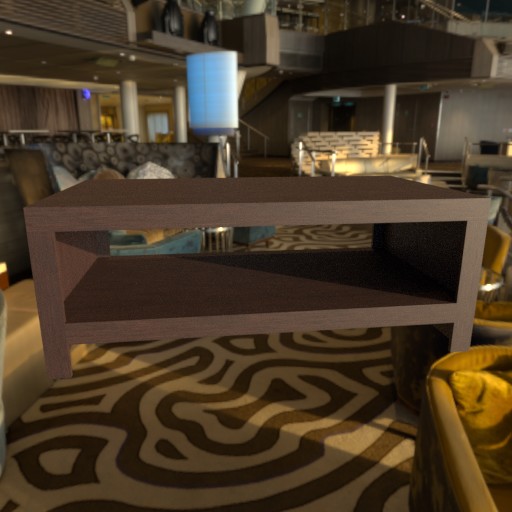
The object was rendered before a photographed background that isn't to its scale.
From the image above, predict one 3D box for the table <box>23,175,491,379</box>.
[{"bbox_3d":[0.000,0.000,1.374,1.099,0.424,0.597,-2,16,-7],"label":"table"}]
